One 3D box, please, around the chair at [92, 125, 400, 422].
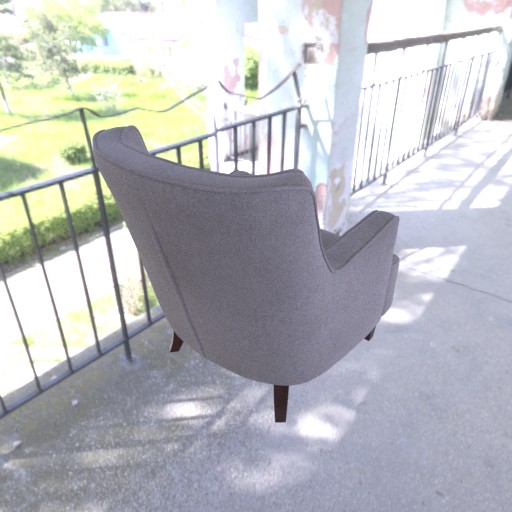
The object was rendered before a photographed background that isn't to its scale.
[{"bbox_3d":[0.000,0.000,1.590,0.781,0.919,0.910,23,37,33],"label":"chair"}]
